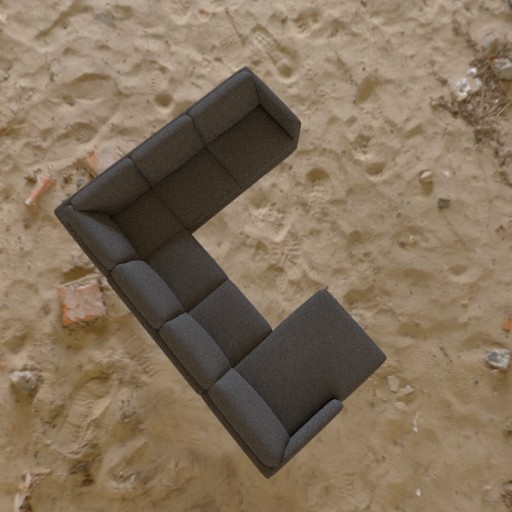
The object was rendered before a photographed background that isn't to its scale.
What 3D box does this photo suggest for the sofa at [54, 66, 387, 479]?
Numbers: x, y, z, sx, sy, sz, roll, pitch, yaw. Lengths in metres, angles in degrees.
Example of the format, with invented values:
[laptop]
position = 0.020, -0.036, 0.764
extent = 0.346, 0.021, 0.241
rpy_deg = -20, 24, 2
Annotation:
[sofa]
position = 0.000, 0.000, 4.503
extent = 2.551, 0.853, 3.238
rpy_deg = -40, 80, -9
